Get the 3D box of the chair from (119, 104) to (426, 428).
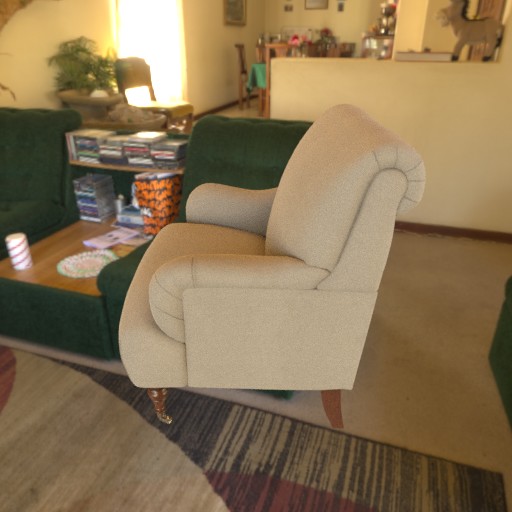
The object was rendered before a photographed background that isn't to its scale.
[{"bbox_3d":[0.000,0.000,1.544,0.842,0.942,0.766,0,26,1],"label":"chair"}]
